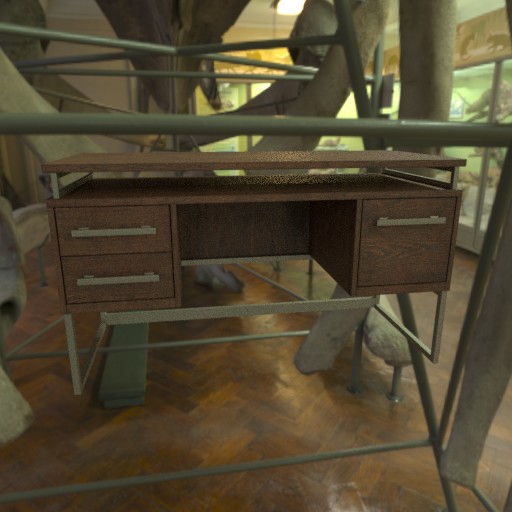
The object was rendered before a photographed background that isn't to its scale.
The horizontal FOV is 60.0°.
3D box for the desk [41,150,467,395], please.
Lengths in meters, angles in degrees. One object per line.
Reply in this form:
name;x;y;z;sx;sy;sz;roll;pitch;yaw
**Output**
desk;0.000;0.000;1.796;1.384;0.792;0.610;-3;17;-9
